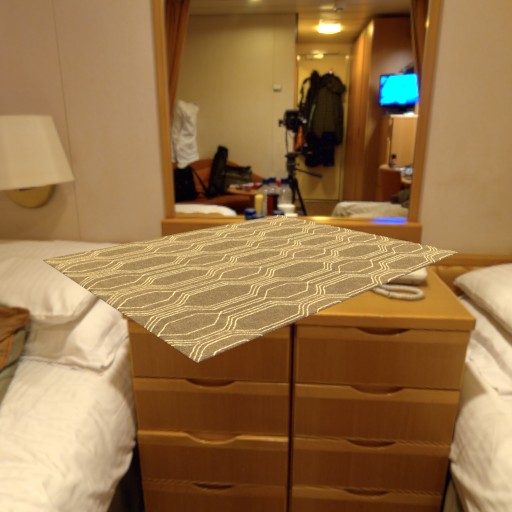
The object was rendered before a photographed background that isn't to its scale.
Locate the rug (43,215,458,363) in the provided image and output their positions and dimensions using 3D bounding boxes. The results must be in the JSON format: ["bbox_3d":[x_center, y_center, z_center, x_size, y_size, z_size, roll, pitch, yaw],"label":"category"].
[{"bbox_3d":[0.000,0.000,4.181,3.062,0.012,2.457,-15,22,-40],"label":"rug"}]
